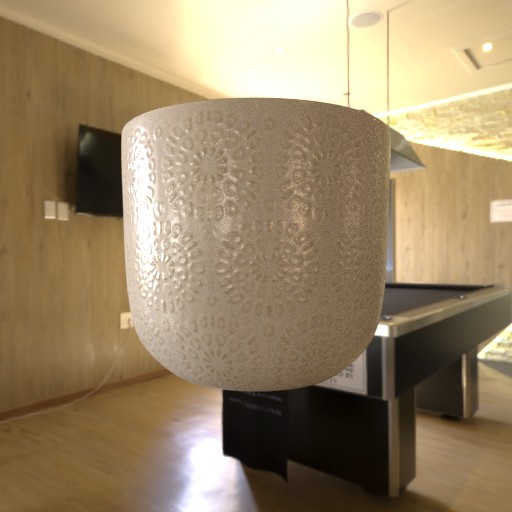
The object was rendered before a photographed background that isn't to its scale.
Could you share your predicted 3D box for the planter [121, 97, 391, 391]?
[{"bbox_3d":[0.000,0.000,0.293,0.170,0.152,0.170,0,1,0],"label":"planter"}]
